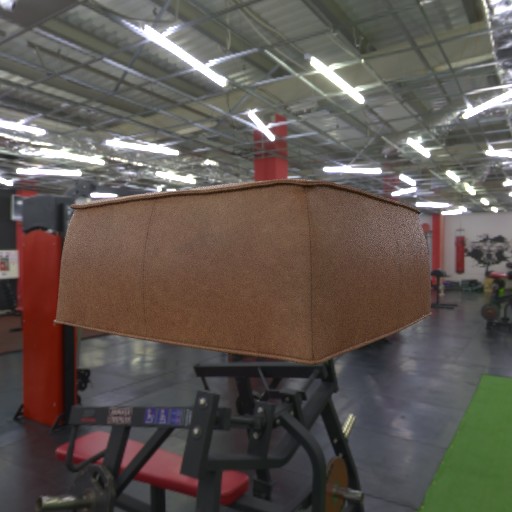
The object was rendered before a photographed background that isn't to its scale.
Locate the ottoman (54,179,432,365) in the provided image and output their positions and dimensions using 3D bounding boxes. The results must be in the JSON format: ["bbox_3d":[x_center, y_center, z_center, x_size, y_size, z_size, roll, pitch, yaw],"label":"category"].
[{"bbox_3d":[0.000,0.000,1.395,0.902,0.395,0.901,0,0,35],"label":"ottoman"}]
